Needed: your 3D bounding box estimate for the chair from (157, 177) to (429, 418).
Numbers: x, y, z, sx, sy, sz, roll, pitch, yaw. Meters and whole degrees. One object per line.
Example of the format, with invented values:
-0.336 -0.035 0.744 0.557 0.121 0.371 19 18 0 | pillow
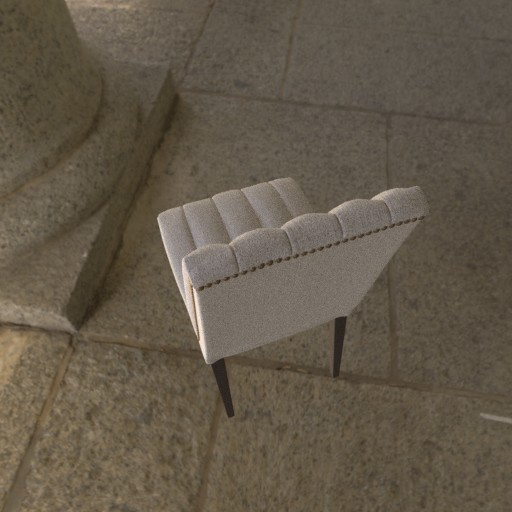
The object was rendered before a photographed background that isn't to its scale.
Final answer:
0.000 0.000 1.367 0.511 1.016 0.647 -17 58 -11 | chair
